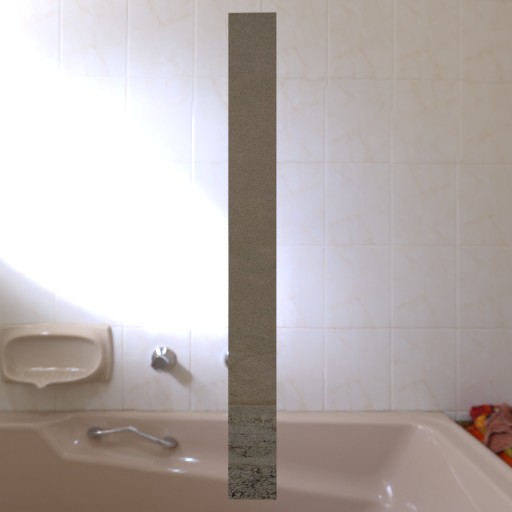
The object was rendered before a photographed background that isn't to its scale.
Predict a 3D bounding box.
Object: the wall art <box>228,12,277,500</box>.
[{"bbox_3d":[0.000,0.000,0.474,0.038,0.381,0.254,0,0,1],"label":"wall art"}]
